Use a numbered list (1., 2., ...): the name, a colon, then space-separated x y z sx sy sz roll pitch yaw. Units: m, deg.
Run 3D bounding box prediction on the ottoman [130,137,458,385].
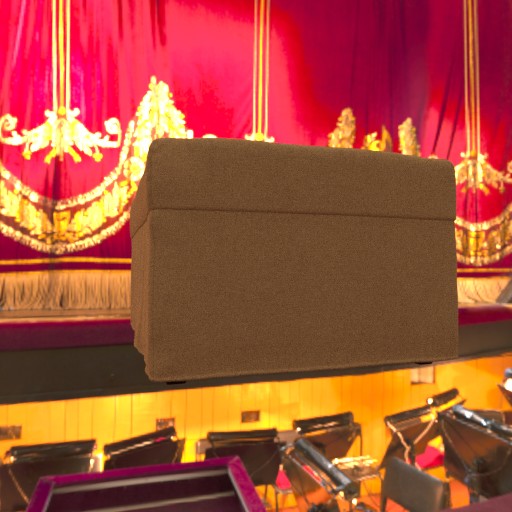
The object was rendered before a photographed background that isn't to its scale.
1. ottoman: 0.000 0.000 1.223 0.650 0.485 0.833 1 -2 -18
